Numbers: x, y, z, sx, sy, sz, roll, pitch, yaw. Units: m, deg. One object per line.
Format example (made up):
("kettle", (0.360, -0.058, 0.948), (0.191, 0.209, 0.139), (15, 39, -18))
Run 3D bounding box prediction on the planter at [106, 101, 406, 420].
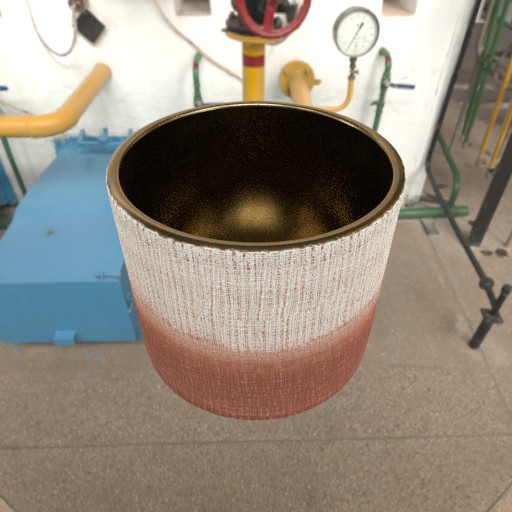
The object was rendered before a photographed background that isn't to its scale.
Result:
("planter", (0.000, 0.000, 0.316), (0.178, 0.157, 0.178), (0, 41, 0))
